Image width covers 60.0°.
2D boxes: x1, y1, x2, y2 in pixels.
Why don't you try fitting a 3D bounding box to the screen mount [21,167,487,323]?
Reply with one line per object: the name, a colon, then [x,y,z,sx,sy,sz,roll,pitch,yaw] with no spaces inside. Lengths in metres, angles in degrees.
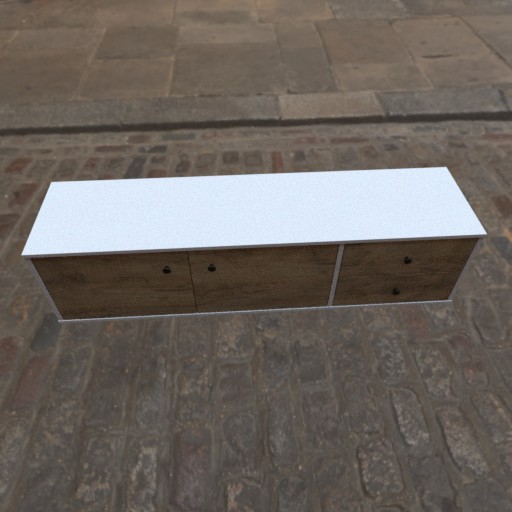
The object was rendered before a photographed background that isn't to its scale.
screen mount: [0.000,0.000,1.839,1.600,0.520,0.418,-3,47,-3]
